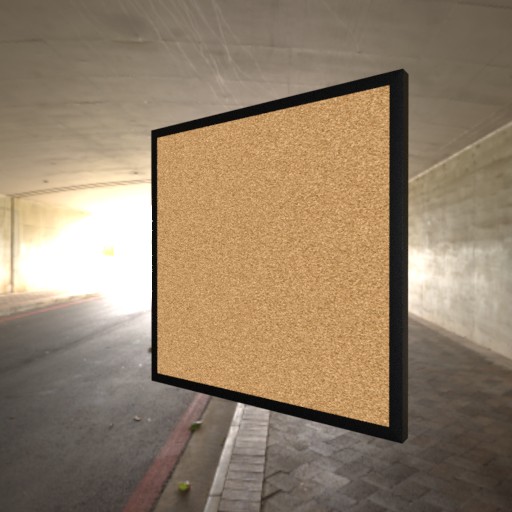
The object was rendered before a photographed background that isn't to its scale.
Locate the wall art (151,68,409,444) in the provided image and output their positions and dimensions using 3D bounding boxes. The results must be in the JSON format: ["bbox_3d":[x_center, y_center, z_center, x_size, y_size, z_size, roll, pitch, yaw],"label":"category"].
[{"bbox_3d":[0.000,0.000,1.128,0.756,0.755,0.036,0,0,36],"label":"wall art"}]
